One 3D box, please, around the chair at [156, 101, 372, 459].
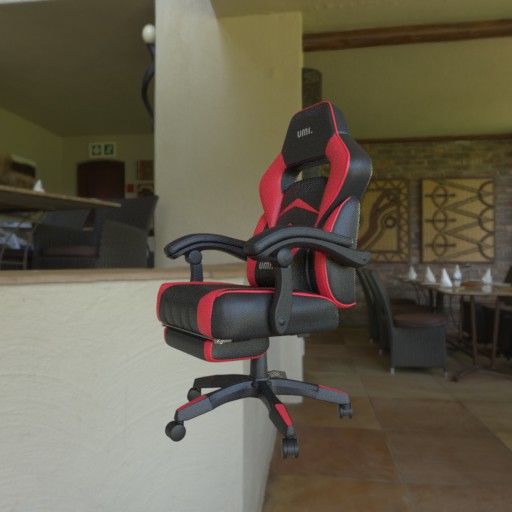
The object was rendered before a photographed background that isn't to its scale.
[{"bbox_3d":[0.000,0.000,1.654,0.700,1.220,0.700,0,0,-34],"label":"chair"}]
